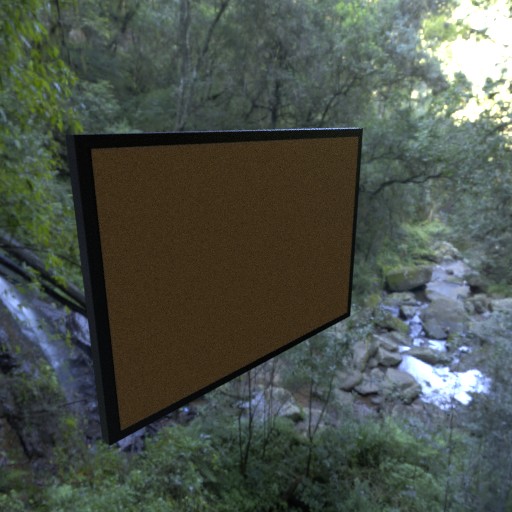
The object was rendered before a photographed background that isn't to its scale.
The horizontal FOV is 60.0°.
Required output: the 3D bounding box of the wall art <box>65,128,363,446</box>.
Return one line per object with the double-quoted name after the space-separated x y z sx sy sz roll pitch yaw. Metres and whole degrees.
0.000 0.000 0.839 0.027 0.458 0.657 16 23 42 "wall art"
